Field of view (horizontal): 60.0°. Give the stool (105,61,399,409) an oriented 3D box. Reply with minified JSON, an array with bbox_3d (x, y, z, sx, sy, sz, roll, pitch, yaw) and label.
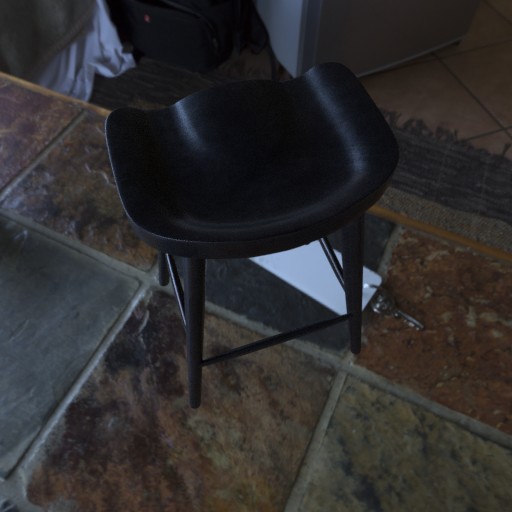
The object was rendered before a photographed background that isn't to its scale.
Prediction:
[{"bbox_3d":[0.000,0.000,0.892,0.440,0.615,0.361,-16,61,-9],"label":"stool"}]
